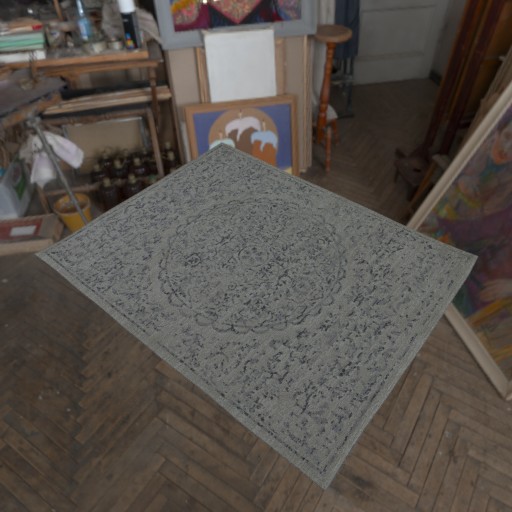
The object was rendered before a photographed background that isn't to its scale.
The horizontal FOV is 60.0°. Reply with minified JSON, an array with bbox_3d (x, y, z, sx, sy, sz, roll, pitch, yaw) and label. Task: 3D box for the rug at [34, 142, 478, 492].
[{"bbox_3d":[0.000,0.000,3.722,2.925,0.026,2.343,30,52,27],"label":"rug"}]
